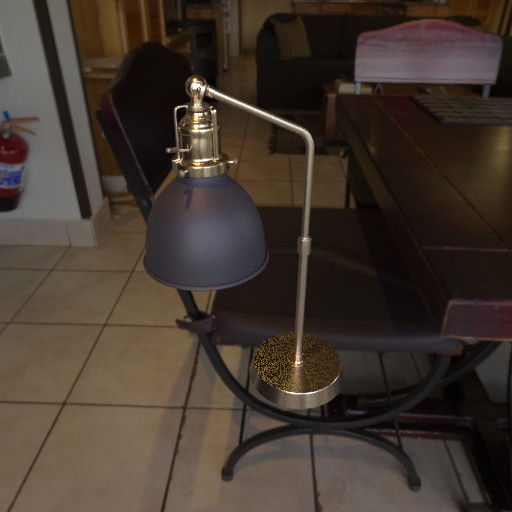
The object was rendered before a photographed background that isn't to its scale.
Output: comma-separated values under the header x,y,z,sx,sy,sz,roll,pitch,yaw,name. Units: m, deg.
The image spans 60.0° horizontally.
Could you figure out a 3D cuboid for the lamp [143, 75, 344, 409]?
x,y,z,sx,sy,sz,roll,pitch,yaw,name
0.000,0.000,0.591,0.291,0.456,0.160,-8,31,-14,lamp
